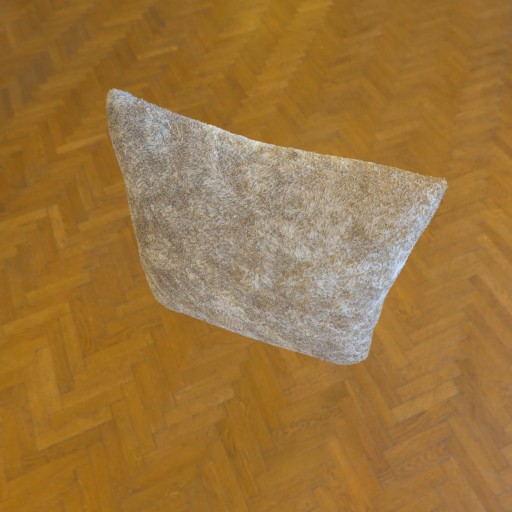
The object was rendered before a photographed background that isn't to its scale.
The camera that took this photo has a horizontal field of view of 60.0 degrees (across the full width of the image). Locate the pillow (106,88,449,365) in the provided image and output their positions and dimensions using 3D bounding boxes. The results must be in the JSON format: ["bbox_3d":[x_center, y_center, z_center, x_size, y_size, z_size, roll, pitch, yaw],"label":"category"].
[{"bbox_3d":[0.000,0.000,0.814,0.529,0.515,0.218,17,60,10],"label":"pillow"}]
